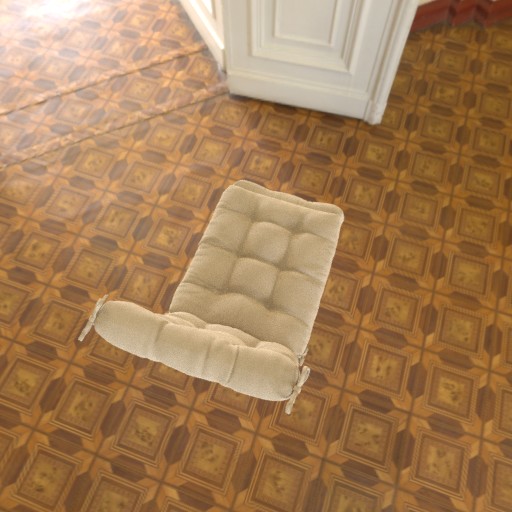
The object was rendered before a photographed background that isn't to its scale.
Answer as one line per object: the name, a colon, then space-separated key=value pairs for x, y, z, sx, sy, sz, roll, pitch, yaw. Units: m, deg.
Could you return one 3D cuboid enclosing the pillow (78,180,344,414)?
pillow: x=0.000 y=0.000 z=1.507 sx=0.526 sy=0.863 sz=1.016 roll=17 pitch=65 yaw=8
